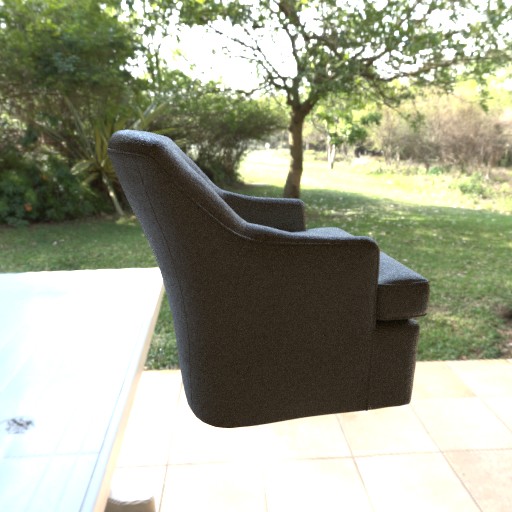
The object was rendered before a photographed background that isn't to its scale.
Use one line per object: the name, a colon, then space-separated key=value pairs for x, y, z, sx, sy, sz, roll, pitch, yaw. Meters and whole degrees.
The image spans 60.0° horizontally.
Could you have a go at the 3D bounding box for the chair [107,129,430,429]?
chair: x=0.000 y=0.000 z=1.563 sx=0.923 sy=0.856 sz=0.864 roll=-3 pitch=16 yaw=-10
